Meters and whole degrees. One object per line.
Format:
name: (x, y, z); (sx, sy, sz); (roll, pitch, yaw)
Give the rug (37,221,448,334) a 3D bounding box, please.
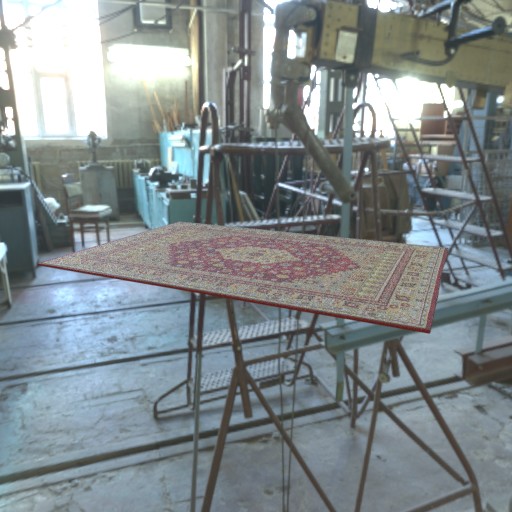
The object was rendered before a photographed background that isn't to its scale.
rug: (0.000, 0.000, 2.309); (1.802, 0.013, 1.194); (7, 17, 24)
